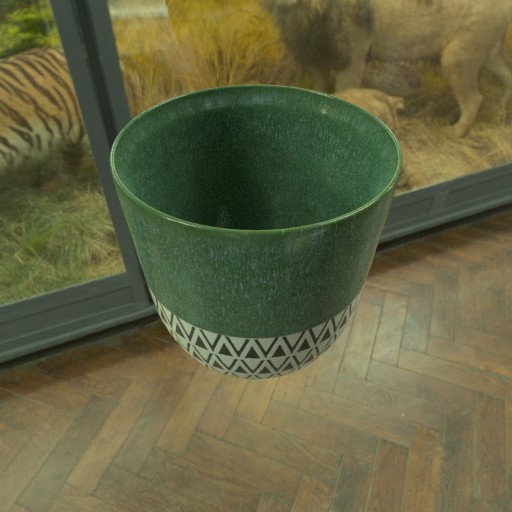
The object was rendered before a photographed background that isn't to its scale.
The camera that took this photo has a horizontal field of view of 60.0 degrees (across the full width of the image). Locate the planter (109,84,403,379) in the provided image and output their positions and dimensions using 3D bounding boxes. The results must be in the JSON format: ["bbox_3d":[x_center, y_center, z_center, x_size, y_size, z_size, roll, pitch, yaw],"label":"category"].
[{"bbox_3d":[0.000,0.000,0.375,0.195,0.214,0.195,0,43,0],"label":"planter"}]
